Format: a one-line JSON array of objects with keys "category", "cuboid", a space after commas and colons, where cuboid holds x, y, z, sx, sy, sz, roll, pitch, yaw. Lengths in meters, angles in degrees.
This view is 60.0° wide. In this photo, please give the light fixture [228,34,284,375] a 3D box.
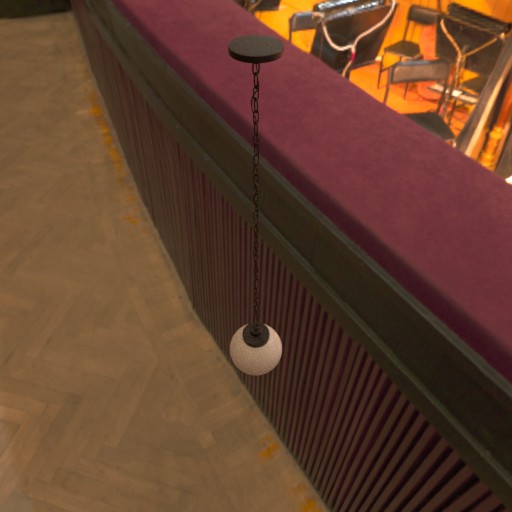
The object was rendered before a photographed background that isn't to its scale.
[{"category": "light fixture", "cuboid": [0.000, 0.000, 2.031, 0.305, 1.867, 0.304, -24, 51, -21]}]
